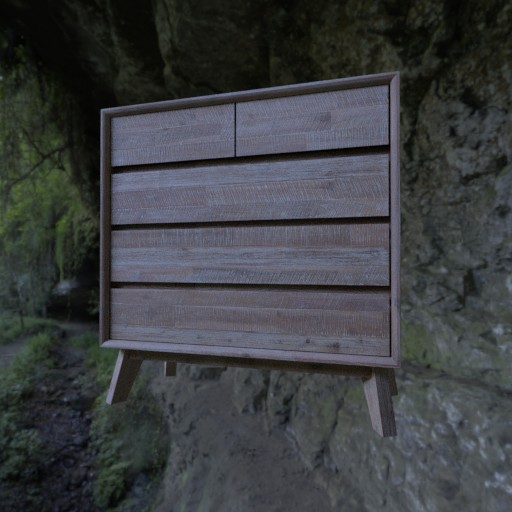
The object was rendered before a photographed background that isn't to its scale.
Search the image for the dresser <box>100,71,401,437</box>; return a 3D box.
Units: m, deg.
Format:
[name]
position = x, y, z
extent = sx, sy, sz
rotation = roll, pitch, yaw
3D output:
[dresser]
position = 0.000, 0.000, 1.609
extent = 0.998, 1.029, 0.455
rotation = 0, -1, 18
